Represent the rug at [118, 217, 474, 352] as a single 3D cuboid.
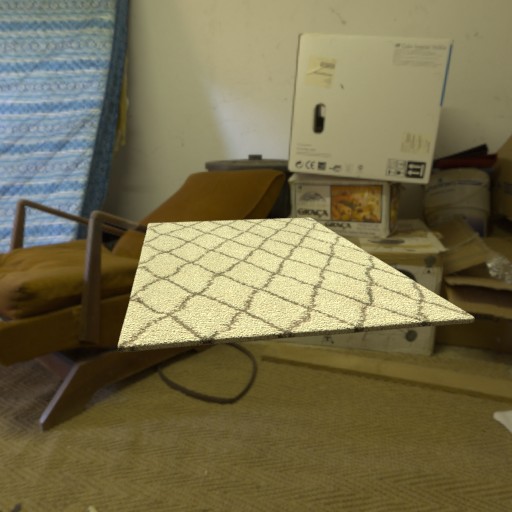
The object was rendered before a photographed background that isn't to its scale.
[{"bbox_3d":[0.000,0.000,2.972,1.524,0.030,2.438,-3,16,-10],"label":"rug"}]
